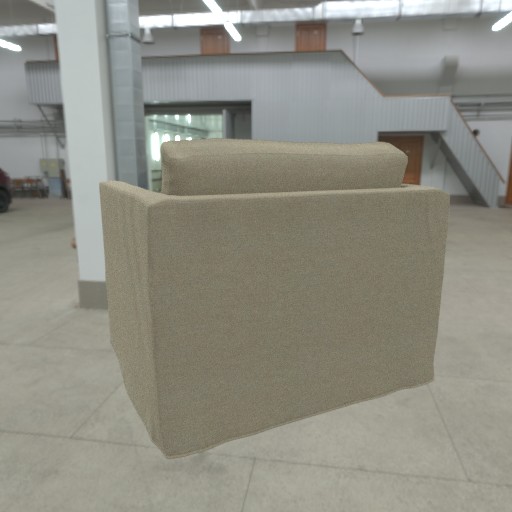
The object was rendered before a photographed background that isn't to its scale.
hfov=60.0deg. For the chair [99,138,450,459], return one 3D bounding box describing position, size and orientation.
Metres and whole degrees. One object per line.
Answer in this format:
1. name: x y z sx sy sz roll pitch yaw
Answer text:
1. chair: 0.000 0.000 1.728 1.057 0.863 0.949 -6 14 -25
